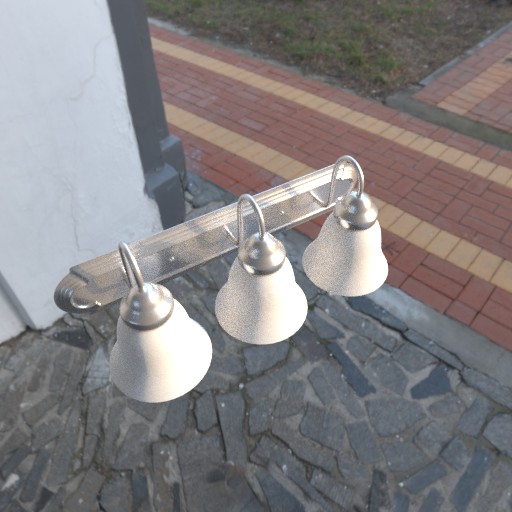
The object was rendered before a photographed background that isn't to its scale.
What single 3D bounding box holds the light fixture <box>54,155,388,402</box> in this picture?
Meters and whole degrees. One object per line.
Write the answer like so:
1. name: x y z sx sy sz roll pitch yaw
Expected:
1. light fixture: 0.000 0.000 0.721 0.610 0.222 0.199 -24 51 -21
